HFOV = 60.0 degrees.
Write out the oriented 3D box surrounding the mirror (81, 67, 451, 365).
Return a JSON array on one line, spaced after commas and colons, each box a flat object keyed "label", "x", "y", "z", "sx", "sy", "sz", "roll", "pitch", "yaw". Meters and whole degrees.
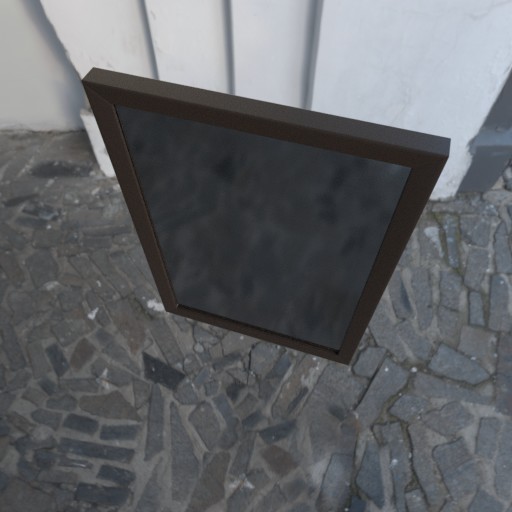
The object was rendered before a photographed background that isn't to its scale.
[{"label": "mirror", "x": 0.000, "y": 0.000, "z": 0.887, "sx": 0.507, "sy": 0.710, "sz": 0.040, "roll": 15, "pitch": 57, "yaw": 10}]
